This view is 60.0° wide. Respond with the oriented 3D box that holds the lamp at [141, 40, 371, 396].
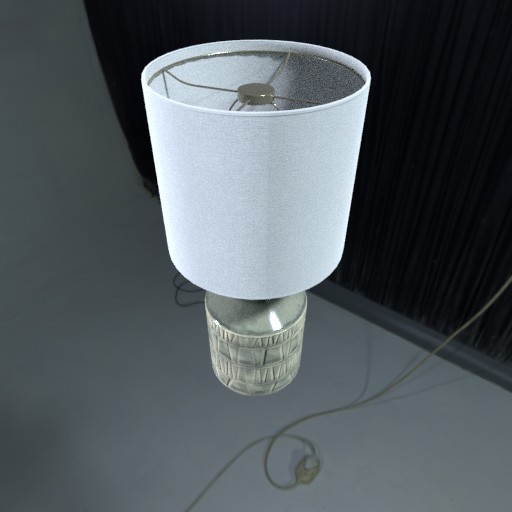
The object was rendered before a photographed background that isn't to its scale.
[{"bbox_3d":[0.000,0.000,0.560,0.211,0.455,0.211,24,45,27],"label":"lamp"}]
